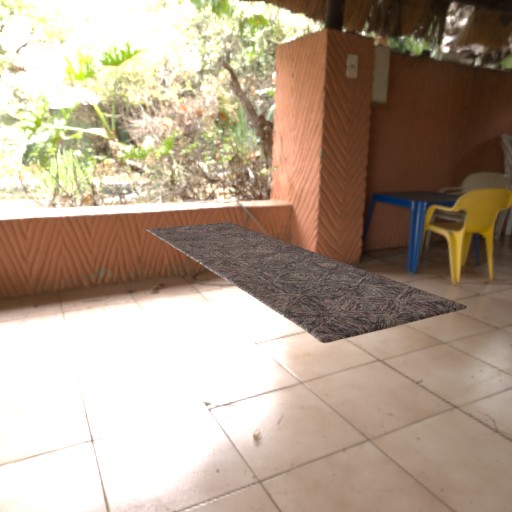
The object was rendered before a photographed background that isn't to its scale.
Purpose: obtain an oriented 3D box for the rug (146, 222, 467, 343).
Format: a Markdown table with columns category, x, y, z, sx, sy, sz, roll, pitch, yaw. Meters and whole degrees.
| category | x | y | z | sx | sy | sz | roll | pitch | yaw |
| --- | --- | --- | --- | --- | --- | --- | --- | --- | --- |
| rug | 0.000 | 0.000 | 2.591 | 0.719 | 0.013 | 2.305 | -7 | 16 | -27 |
